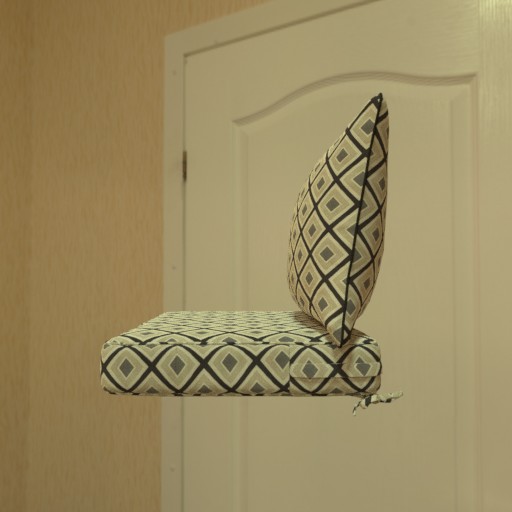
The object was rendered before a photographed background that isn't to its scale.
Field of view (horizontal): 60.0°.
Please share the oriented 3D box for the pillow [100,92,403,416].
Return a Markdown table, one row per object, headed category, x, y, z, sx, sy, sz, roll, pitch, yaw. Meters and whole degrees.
| category | x | y | z | sx | sy | sz | roll | pitch | yaw |
| --- | --- | --- | --- | --- | --- | --- | --- | --- | --- |
| pillow | 0.000 | 0.000 | 1.357 | 0.733 | 0.722 | 0.798 | 0 | -1 | 0 |
